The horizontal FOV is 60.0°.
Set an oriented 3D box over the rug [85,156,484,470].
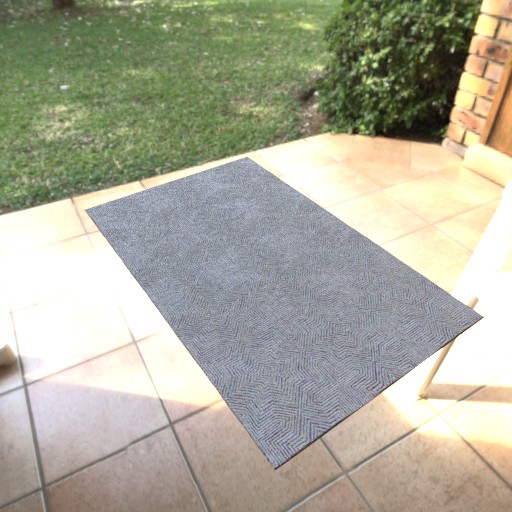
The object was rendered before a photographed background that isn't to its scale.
[{"bbox_3d":[0.000,0.000,2.986,1.519,0.007,2.428,-24,46,-26],"label":"rug"}]
